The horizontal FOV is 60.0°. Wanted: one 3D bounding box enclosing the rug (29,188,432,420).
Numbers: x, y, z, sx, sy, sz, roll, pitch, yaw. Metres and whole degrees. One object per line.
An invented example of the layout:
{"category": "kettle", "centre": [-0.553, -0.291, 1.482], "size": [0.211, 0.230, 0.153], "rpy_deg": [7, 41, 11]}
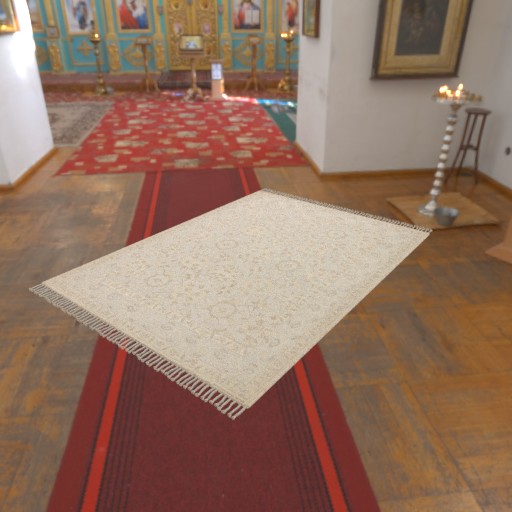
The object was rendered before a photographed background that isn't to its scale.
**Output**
{"category": "rug", "centre": [0.000, 0.000, 2.283], "size": [1.223, 0.015, 1.771], "rpy_deg": [20, 33, 33]}
